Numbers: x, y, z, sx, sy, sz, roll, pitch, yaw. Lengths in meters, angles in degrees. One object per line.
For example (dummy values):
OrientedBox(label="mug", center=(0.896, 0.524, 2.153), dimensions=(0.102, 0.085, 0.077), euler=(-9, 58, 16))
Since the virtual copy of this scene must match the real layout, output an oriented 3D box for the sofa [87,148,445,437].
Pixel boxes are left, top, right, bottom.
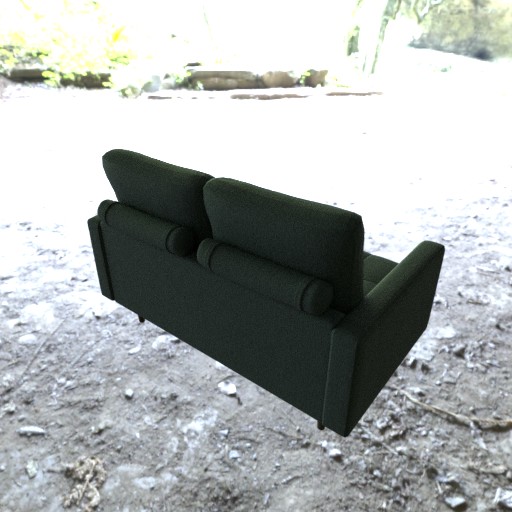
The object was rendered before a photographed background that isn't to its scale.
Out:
OrientedBox(label="sofa", center=(0.000, 0.000, 1.999), dimensions=(1.407, 0.907, 0.842), euler=(21, 36, 33))
